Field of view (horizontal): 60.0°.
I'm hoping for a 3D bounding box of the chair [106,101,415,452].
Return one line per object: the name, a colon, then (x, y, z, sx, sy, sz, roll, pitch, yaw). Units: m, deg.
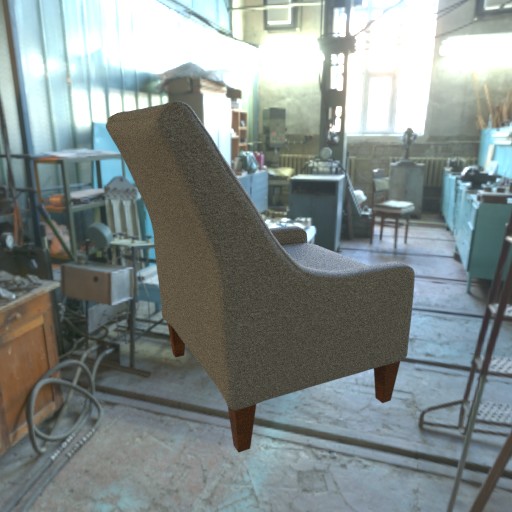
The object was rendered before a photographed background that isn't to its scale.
chair: (0.000, 0.000, 1.620, 0.870, 1.016, 0.774, -8, 17, -26)
